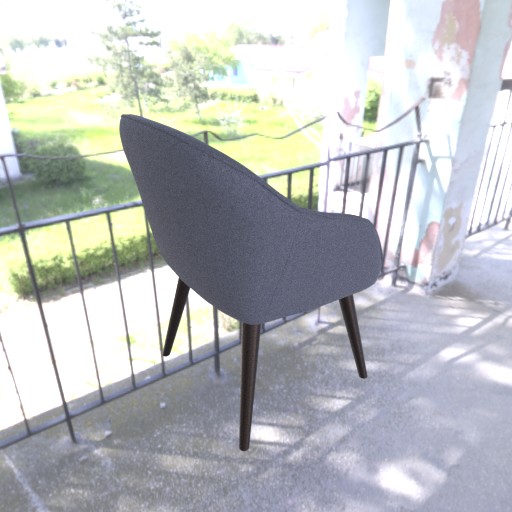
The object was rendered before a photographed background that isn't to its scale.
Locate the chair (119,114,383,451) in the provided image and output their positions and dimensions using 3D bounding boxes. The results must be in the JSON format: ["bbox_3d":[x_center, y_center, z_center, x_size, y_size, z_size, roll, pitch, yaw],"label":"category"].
[{"bbox_3d":[0.000,0.000,1.250,0.611,0.810,0.589,-18,32,-32],"label":"chair"}]
